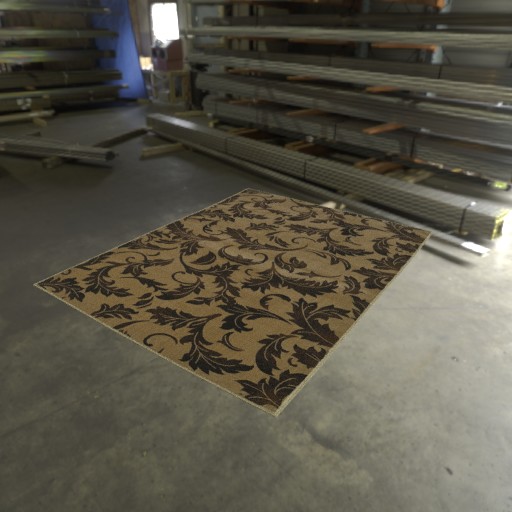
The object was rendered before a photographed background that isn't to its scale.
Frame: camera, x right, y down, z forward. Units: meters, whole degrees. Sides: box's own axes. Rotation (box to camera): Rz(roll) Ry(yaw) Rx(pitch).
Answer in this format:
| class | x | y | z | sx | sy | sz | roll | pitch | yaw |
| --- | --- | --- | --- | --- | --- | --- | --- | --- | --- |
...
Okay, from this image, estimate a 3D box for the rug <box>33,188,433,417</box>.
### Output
| class | x | y | z | sx | sy | sz | roll | pitch | yaw |
| --- | --- | --- | --- | --- | --- | --- | --- | --- | --- |
| rug | 0.000 | 0.000 | 4.066 | 2.380 | 0.008 | 2.977 | 18 | 33 | 31 |
